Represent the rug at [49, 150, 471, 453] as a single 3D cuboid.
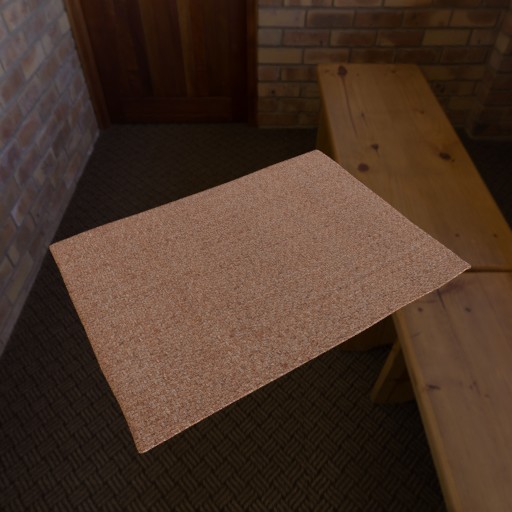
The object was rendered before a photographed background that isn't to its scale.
[{"bbox_3d":[0.000,0.000,2.756,2.141,0.013,1.566,-24,50,-22],"label":"rug"}]
